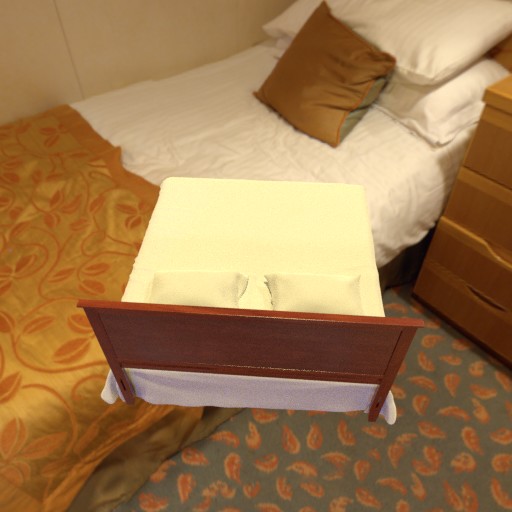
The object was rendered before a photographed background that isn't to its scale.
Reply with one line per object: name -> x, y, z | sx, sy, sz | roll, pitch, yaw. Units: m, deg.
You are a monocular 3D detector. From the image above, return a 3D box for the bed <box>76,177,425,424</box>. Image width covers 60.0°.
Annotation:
bed -> 0.000, 0.000, 3.752 | 2.314, 1.271, 2.219 | 3, 46, 3
